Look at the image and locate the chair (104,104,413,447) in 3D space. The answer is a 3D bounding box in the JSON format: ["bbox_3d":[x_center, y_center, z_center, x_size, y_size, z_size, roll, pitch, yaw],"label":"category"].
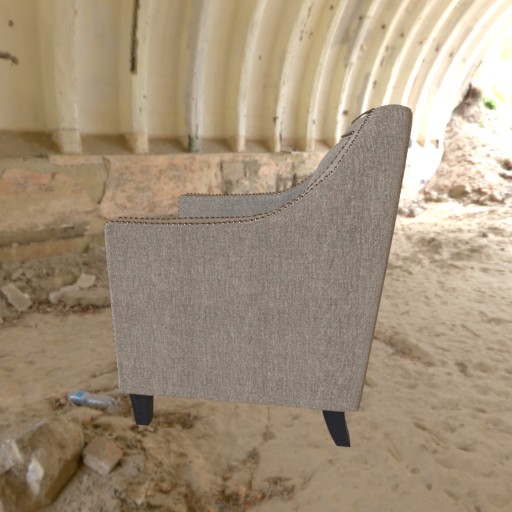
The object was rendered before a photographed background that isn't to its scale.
[{"bbox_3d":[0.000,0.000,1.591,0.884,0.967,0.776,2,14,8],"label":"chair"}]
